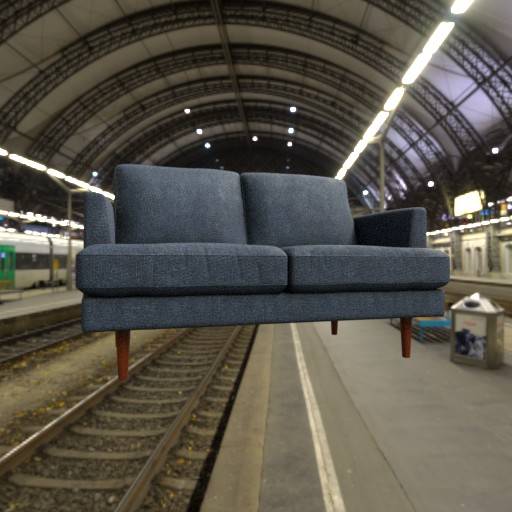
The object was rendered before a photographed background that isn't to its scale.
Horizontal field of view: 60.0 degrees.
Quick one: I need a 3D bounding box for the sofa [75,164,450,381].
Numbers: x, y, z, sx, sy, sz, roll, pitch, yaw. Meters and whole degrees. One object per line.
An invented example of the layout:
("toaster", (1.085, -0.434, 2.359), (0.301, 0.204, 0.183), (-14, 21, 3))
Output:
("sofa", (0.000, 0.000, 2.162), (1.582, 0.944, 0.903), (0, -1, -18))
